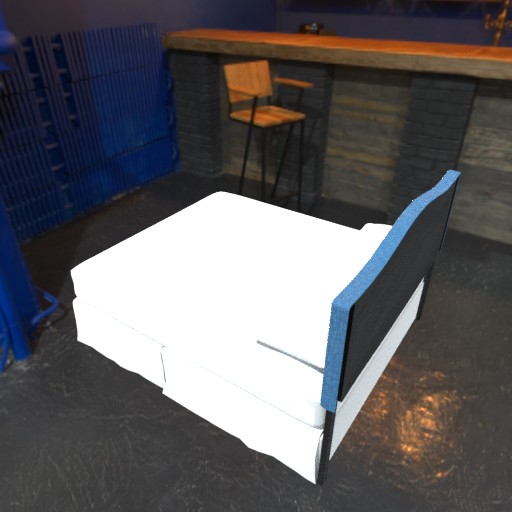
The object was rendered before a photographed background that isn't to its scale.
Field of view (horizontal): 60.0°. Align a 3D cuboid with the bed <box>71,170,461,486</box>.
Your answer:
[{"bbox_3d":[0.000,0.000,2.799,1.872,1.169,1.610,20,37,29],"label":"bed"}]
